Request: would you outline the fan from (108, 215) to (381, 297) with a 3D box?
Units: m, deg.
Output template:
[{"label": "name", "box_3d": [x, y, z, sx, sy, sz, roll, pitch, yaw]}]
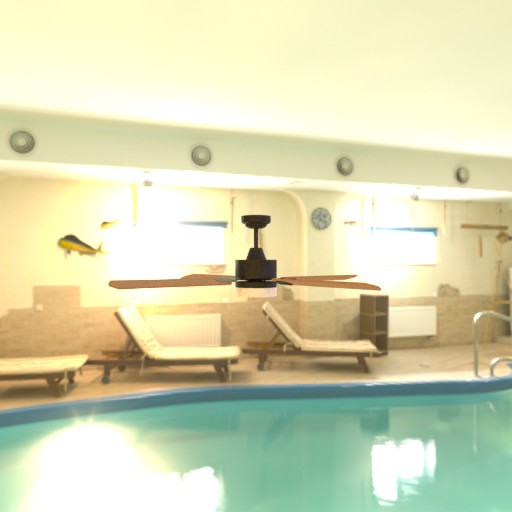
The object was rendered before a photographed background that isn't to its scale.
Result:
[{"label": "fan", "box_3d": [0.000, 0.000, 1.981, 1.320, 0.355, 1.320, 1, -1, -37]}]
